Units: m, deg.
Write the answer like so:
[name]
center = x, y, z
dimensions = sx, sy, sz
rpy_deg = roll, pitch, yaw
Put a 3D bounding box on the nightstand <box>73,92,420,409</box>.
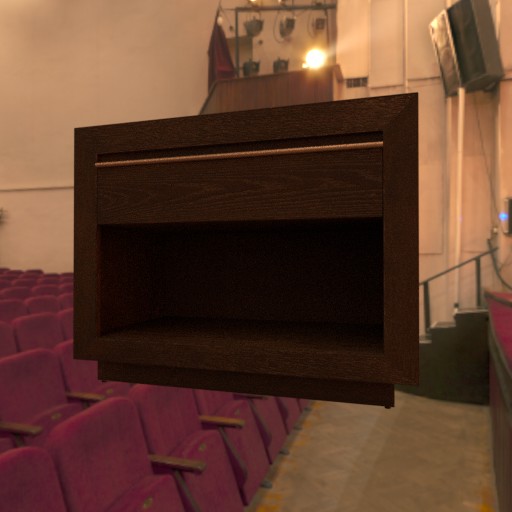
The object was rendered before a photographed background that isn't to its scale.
[nightstand]
center = 0.000, 0.000, 1.156
dimensions = 0.775, 0.612, 0.457
rpy_deg = 0, -1, 17
